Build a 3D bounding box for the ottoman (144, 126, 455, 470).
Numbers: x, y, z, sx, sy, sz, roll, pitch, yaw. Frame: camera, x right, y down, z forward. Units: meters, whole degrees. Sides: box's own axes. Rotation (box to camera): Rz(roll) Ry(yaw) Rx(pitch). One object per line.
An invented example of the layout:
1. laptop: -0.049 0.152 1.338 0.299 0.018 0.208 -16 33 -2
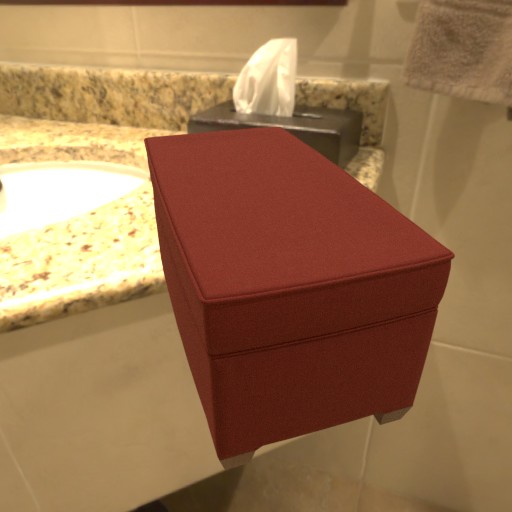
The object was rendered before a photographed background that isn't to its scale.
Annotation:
1. ottoman: 0.000 0.000 1.227 0.497 0.454 0.948 -9 32 -15
